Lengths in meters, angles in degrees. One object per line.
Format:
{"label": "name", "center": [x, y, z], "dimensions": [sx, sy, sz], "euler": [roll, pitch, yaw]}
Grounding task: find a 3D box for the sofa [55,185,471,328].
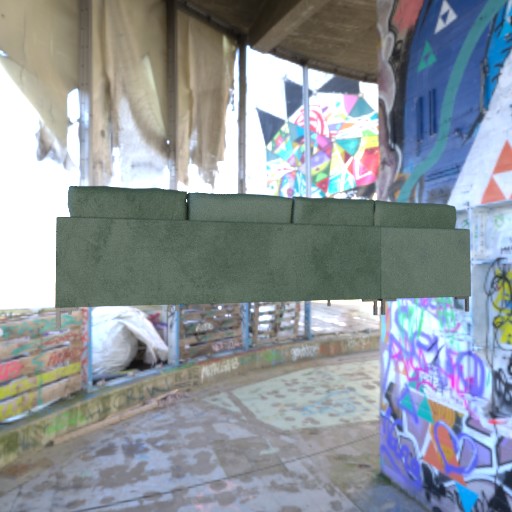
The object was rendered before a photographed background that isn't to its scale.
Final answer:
{"label": "sofa", "center": [0.000, 0.000, 4.356], "dimensions": [3.384, 0.996, 2.048], "euler": [0, -1, -18]}
